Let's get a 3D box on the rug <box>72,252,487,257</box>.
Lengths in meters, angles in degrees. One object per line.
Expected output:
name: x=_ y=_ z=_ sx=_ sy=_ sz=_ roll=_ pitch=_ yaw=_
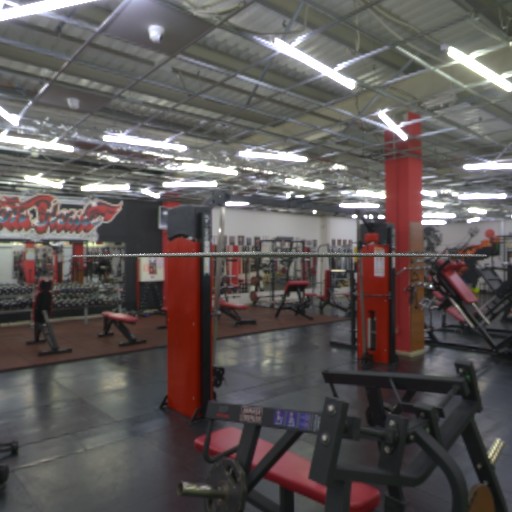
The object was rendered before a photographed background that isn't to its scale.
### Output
rug: x=0.000 y=0.000 z=4.157 sx=2.447 sy=0.017 sz=3.123 roll=0 pitch=0 yaw=-38
